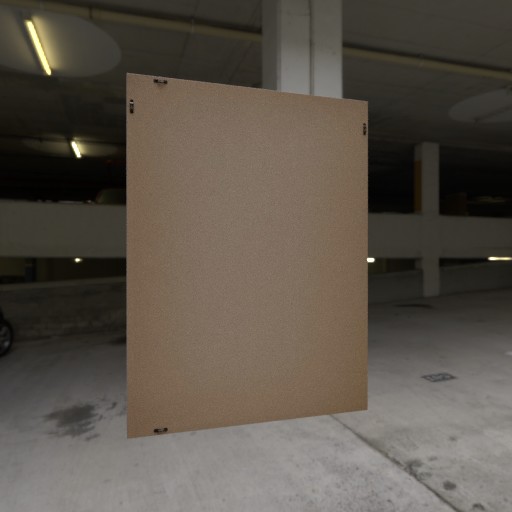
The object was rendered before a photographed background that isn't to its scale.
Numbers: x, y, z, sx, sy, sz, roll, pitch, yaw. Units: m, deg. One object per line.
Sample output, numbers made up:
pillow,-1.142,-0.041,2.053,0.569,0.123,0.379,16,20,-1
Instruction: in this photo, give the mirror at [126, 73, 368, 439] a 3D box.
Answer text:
mirror,0.000,0.000,1.361,0.762,1.016,0.041,0,0,-17
